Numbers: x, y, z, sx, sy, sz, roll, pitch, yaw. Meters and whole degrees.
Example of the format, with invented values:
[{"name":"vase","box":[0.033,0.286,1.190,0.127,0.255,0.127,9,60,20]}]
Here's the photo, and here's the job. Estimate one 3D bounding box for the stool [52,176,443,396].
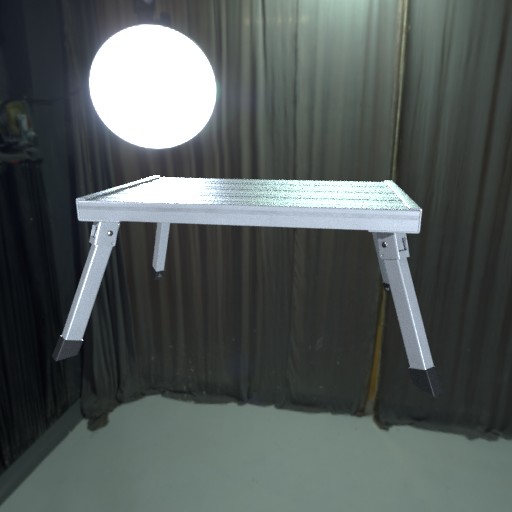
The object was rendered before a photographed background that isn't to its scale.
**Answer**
[{"name":"stool","box":[0.000,0.000,0.736,0.535,0.225,0.385,3,17,9]}]
